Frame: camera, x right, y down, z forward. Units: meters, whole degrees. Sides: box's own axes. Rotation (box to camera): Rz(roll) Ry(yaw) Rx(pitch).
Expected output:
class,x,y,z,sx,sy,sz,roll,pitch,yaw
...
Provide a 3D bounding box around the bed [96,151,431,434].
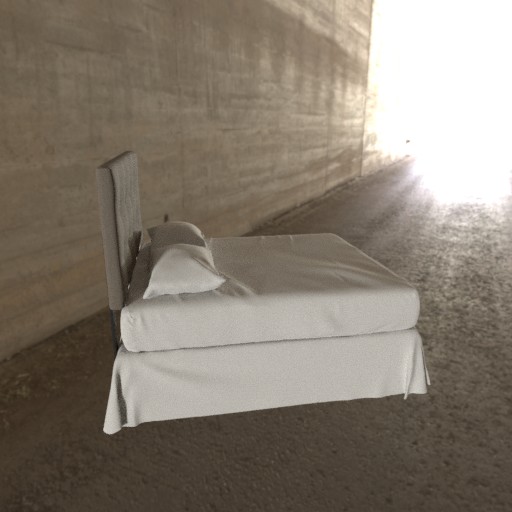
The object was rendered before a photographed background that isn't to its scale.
class,x,y,z,sx,sy,sz,roll,pitch,yaw
bed,0.000,0.000,3.540,2.222,1.577,1.936,-3,17,-10
